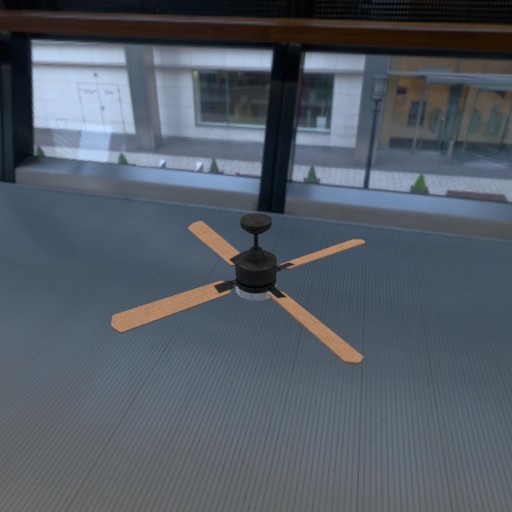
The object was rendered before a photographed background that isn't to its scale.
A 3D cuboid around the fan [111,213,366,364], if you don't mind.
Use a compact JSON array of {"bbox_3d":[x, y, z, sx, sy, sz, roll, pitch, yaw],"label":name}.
[{"bbox_3d":[0.000,0.000,1.964,1.320,0.355,1.320,-18,34,-28],"label":"fan"}]
